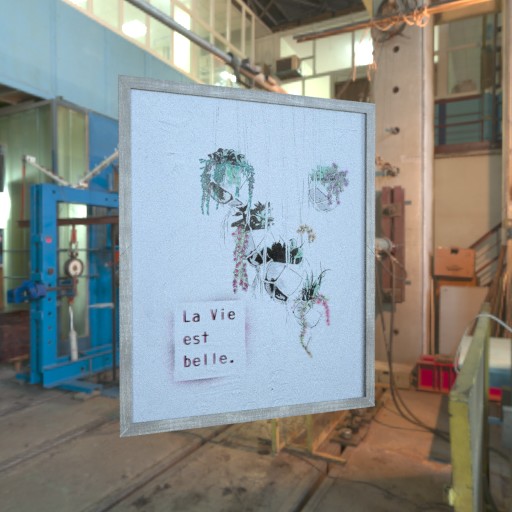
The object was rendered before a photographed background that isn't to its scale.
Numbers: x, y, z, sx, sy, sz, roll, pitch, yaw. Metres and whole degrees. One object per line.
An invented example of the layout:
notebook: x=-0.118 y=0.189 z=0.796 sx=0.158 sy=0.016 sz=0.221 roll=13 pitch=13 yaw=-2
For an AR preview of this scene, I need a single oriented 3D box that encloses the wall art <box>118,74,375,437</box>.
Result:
wall art: x=0.000 y=0.000 z=0.714 sx=0.421 sy=0.521 sz=0.032 roll=0 pitch=1 yaw=-18
